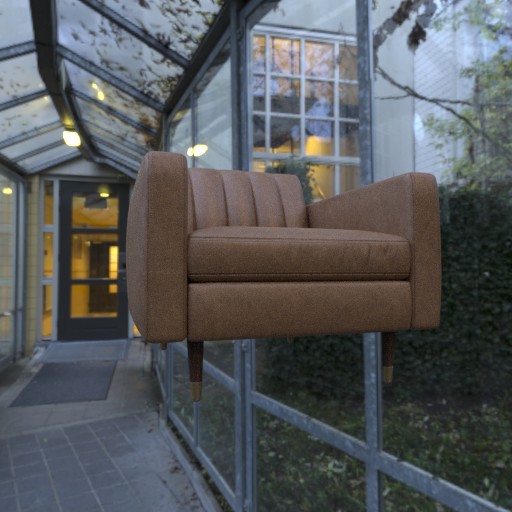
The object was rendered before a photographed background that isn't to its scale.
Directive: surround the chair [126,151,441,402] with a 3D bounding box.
[{"bbox_3d":[0.000,0.000,1.705,0.953,0.819,0.998,1,-2,-18],"label":"chair"}]
